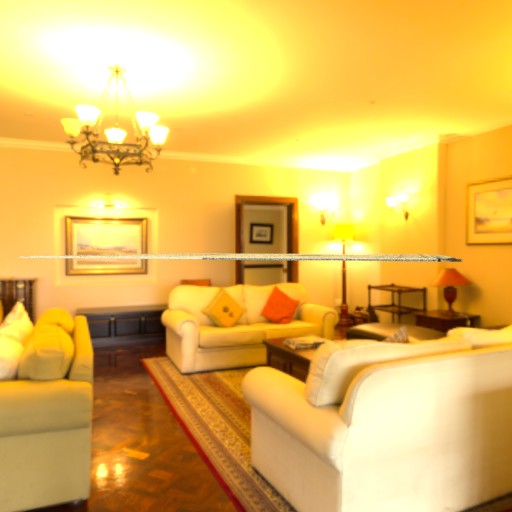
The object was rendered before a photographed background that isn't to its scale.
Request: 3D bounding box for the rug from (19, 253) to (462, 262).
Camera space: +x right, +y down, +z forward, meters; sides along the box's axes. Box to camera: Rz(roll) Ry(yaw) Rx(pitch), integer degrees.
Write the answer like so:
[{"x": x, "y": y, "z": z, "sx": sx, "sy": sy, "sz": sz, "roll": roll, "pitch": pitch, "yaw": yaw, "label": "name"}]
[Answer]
[{"x": 0.000, "y": 0.000, "z": 2.911, "sx": 2.312, "sy": 0.013, "sz": 1.600, "roll": 0, "pitch": 1, "yaw": 19, "label": "rug"}]
